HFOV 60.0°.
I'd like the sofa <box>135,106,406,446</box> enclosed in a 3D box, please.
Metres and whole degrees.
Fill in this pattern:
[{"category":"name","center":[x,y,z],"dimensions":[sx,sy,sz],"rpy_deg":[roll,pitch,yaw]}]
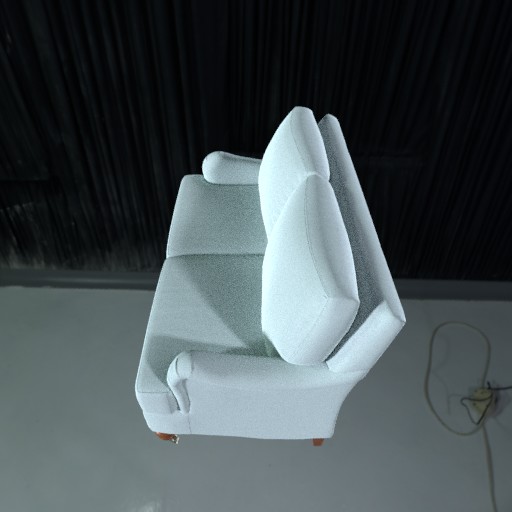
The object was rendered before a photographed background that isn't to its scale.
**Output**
[{"category":"sofa","center":[0.000,0.000,2.553],"dimensions":[1.084,1.101,1.853],"rpy_deg":[0,41,0]}]
